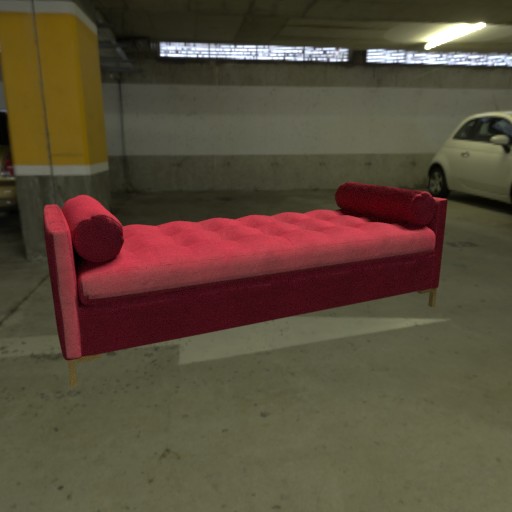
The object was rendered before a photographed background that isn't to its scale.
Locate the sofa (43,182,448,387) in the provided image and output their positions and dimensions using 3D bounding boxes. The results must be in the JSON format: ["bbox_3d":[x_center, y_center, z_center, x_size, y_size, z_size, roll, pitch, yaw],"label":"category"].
[{"bbox_3d":[0.000,0.000,2.481,2.102,0.705,0.796,-7,16,-25],"label":"sofa"}]
